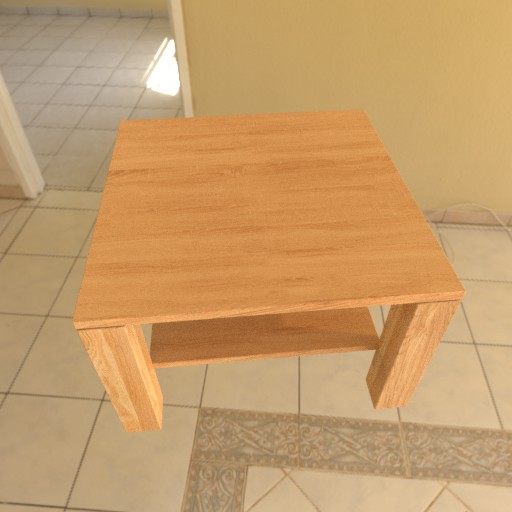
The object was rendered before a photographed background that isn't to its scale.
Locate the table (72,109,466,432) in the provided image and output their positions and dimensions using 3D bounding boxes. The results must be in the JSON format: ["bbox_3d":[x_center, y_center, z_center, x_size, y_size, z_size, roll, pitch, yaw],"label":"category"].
[{"bbox_3d":[0.000,0.000,1.184,0.700,0.450,0.700,-4,45,-4],"label":"table"}]
